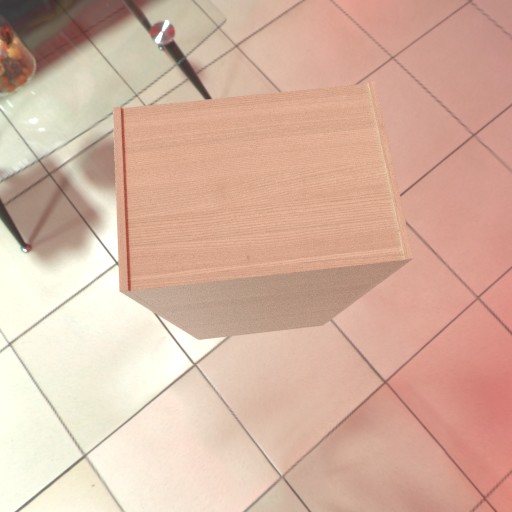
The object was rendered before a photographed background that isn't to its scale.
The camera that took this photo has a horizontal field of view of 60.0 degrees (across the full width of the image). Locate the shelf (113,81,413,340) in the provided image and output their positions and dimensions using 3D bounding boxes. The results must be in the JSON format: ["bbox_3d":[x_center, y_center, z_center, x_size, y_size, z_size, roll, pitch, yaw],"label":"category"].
[{"bbox_3d":[0.000,0.000,1.080,0.417,0.876,0.292,-6,75,-2],"label":"shelf"}]
